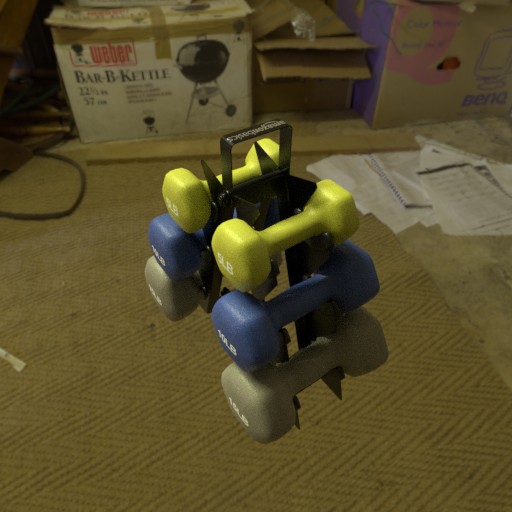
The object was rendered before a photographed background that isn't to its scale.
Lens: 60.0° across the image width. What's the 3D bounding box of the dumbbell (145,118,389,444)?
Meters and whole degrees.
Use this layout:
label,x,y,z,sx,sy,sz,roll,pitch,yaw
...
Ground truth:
label,x,y,z,sx,sy,sz,roll,pitch,yaw
dumbbell,0.000,0.000,0.695,0.261,0.426,0.416,-25,48,-25
